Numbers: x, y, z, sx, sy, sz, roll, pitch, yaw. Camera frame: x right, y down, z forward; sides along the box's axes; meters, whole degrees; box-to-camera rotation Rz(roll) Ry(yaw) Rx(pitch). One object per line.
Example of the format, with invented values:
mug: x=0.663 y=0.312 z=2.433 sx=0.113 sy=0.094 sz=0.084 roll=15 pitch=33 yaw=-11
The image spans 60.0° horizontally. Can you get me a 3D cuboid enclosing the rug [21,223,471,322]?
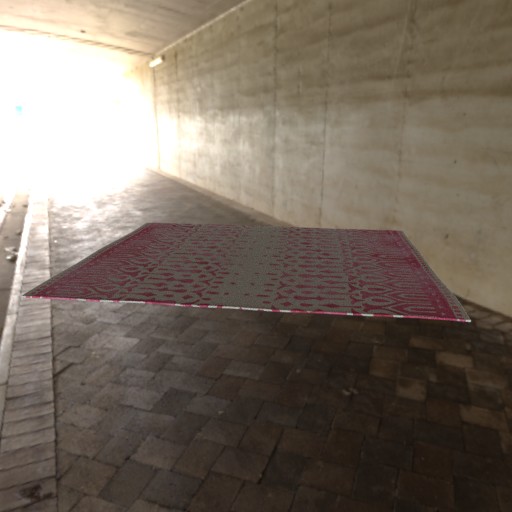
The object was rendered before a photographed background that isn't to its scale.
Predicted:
rug: x=0.000 y=0.000 z=4.126 sx=3.095 sy=0.016 sz=2.441 roll=2 pitch=17 yaw=8
